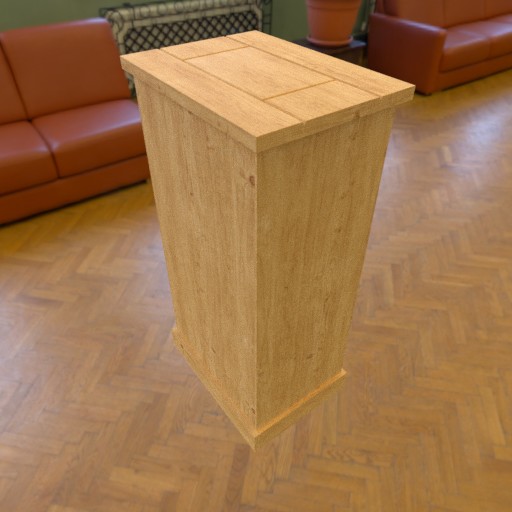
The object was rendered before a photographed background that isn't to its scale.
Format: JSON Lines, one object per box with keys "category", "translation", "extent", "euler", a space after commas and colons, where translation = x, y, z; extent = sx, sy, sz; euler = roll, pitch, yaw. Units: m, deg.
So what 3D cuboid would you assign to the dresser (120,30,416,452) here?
{"category": "dresser", "translation": [0.000, 0.000, 1.282], "extent": [0.390, 1.041, 0.531], "euler": [-25, 46, -27]}
